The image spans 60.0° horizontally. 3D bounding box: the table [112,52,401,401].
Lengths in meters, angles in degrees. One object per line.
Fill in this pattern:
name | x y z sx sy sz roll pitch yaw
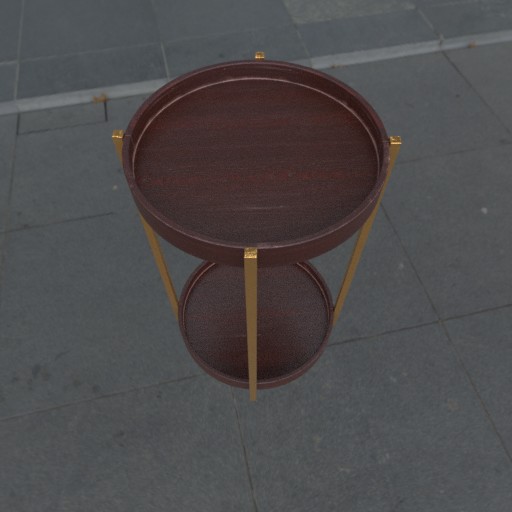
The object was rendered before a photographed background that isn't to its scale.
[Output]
table | 0.000 0.000 0.870 0.400 0.610 0.400 2 57 1
